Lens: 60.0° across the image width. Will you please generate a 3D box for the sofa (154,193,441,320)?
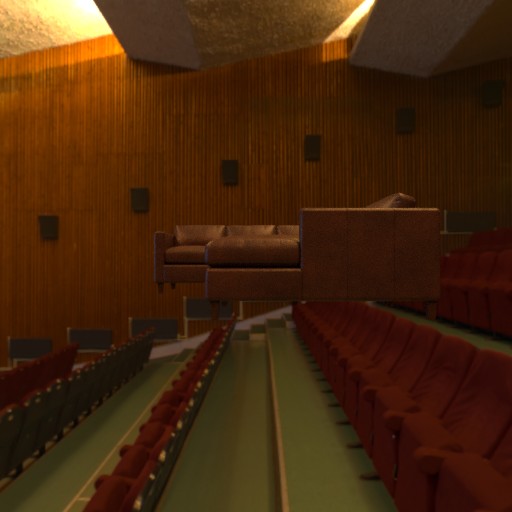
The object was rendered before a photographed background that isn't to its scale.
[{"bbox_3d":[0.000,0.000,4.582,2.452,0.891,3.324,0,-1,0],"label":"sofa"}]
